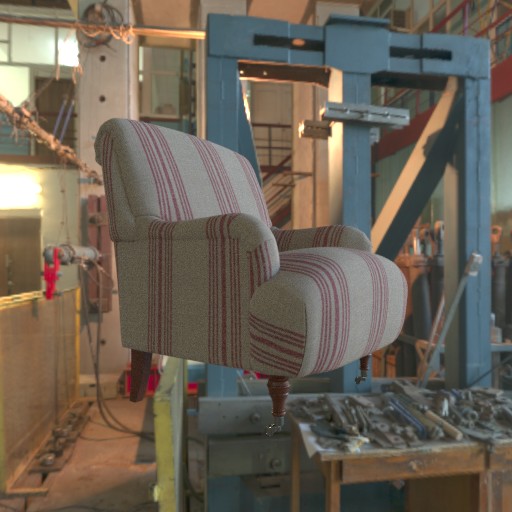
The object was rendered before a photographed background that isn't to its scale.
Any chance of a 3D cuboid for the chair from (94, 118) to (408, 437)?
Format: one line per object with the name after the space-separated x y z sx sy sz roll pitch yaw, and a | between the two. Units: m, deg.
0.000 0.000 1.829 1.058 1.123 0.933 0 -1 35 | chair
